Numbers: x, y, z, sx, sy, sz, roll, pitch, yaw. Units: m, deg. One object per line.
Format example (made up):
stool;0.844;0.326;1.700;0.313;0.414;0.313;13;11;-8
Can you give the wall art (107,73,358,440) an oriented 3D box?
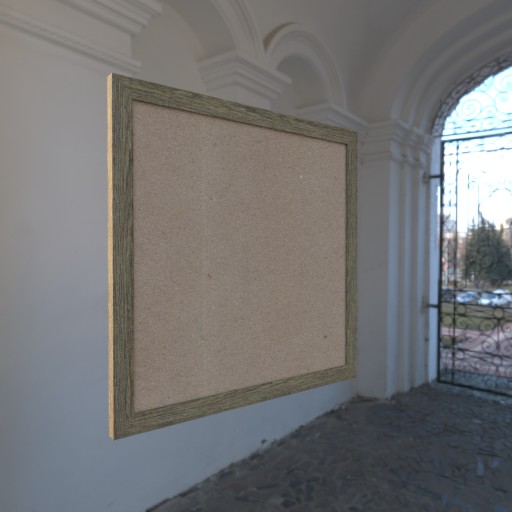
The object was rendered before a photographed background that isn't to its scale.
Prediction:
wall art;0.000;0.000;0.771;0.508;0.508;0.019;-1;1;-37
